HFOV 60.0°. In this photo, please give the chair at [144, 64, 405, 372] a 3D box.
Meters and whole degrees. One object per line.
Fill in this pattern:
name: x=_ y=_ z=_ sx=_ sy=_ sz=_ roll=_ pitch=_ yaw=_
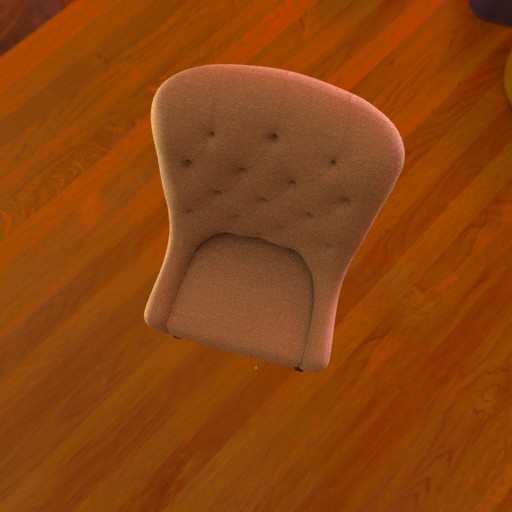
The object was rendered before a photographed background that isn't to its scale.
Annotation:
chair: x=0.000 y=0.000 z=1.450 sx=0.634 sy=1.091 sz=0.629 roll=14 pitch=76 yaw=4
